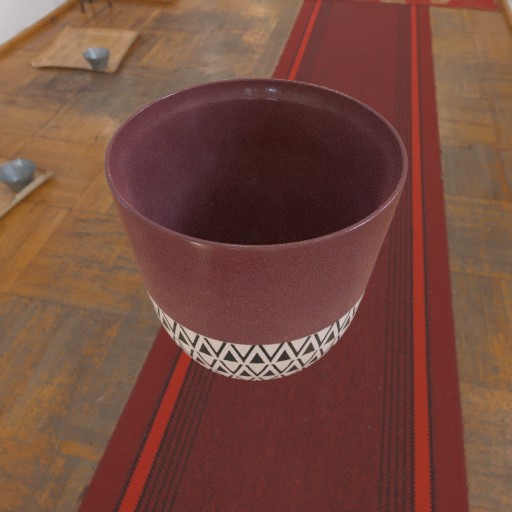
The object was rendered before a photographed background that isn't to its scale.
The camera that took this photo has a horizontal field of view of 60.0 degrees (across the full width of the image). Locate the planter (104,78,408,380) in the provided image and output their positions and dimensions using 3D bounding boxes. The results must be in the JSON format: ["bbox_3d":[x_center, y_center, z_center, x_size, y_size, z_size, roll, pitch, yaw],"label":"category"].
[{"bbox_3d":[0.000,0.000,0.368,0.195,0.214,0.195,0,46,0],"label":"planter"}]
